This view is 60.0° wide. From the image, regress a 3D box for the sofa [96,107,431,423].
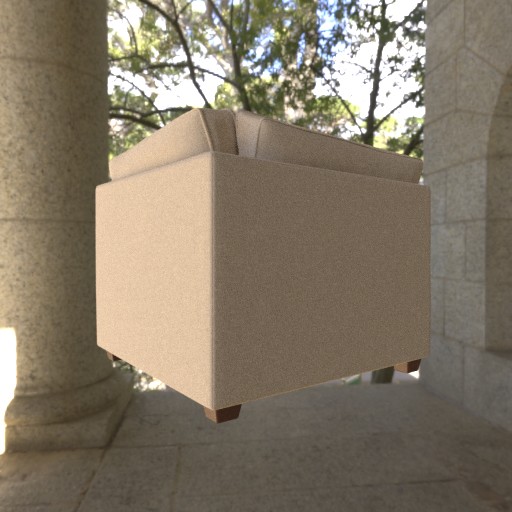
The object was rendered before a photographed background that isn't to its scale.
[{"bbox_3d":[0.000,0.000,1.882,1.050,0.937,1.042,0,0,-36],"label":"sofa"}]
